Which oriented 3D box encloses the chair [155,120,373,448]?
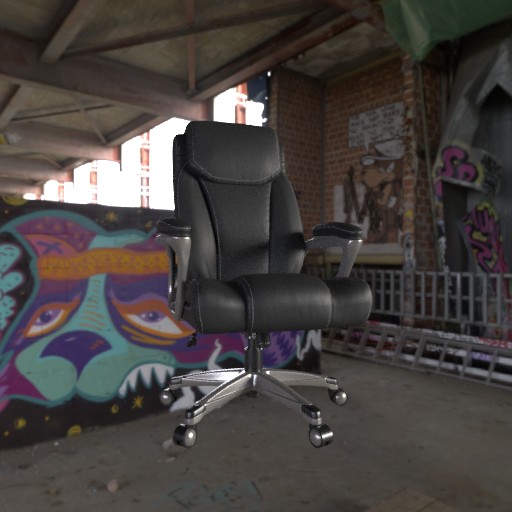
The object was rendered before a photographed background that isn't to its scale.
[{"bbox_3d":[0.000,0.000,1.655,0.741,1.167,0.784,0,-1,-18],"label":"chair"}]
